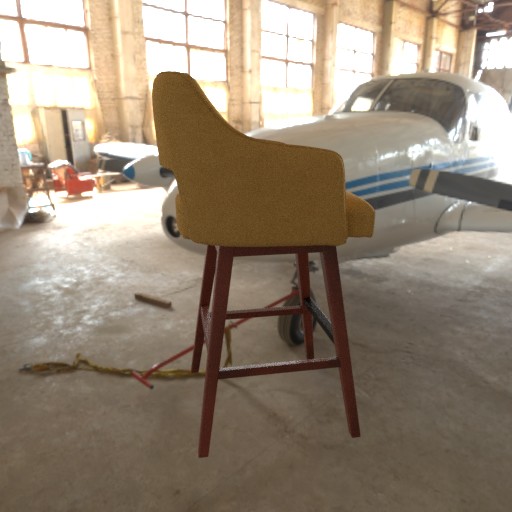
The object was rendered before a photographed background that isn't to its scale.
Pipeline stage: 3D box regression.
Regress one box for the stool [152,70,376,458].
[{"bbox_3d":[0.000,0.000,1.345,0.558,1.012,0.548,-3,17,-10],"label":"stool"}]
